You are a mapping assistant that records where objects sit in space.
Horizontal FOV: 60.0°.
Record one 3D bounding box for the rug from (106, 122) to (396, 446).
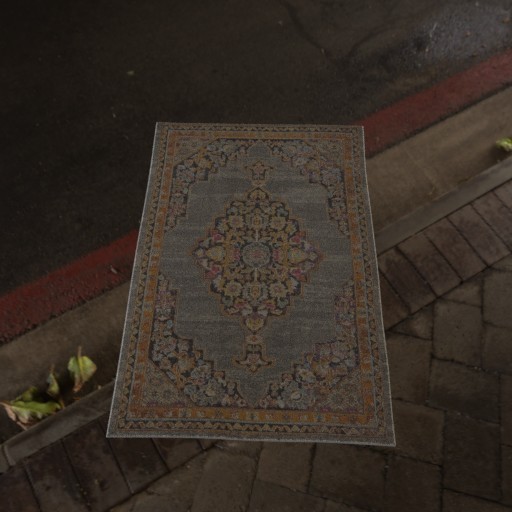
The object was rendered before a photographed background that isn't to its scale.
[{"bbox_3d":[0.000,0.000,3.737,2.043,0.026,2.901,1,64,1],"label":"rug"}]
